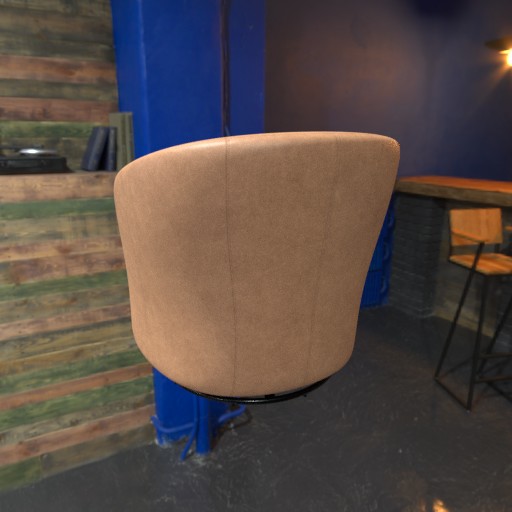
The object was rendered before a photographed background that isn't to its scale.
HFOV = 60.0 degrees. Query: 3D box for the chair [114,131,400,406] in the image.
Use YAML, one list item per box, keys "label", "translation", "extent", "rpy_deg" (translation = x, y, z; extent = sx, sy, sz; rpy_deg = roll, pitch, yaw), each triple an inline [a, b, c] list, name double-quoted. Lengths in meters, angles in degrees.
- label: "chair"
  translation: [0.000, 0.000, 1.439]
  extent: [0.791, 0.771, 0.815]
  rpy_deg: [-8, 17, -27]
